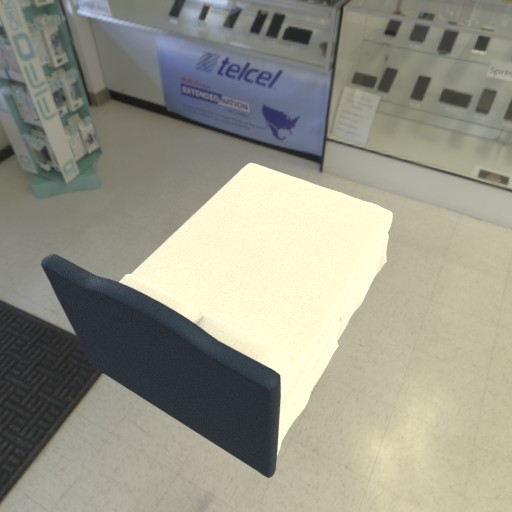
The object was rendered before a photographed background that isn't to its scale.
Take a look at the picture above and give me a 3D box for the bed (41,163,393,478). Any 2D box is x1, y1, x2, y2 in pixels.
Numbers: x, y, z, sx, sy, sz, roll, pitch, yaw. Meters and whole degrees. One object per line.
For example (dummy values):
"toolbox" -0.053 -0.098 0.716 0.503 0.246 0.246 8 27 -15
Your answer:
"bed" 0.000 0.000 3.652 1.741 1.441 2.507 24 51 21
